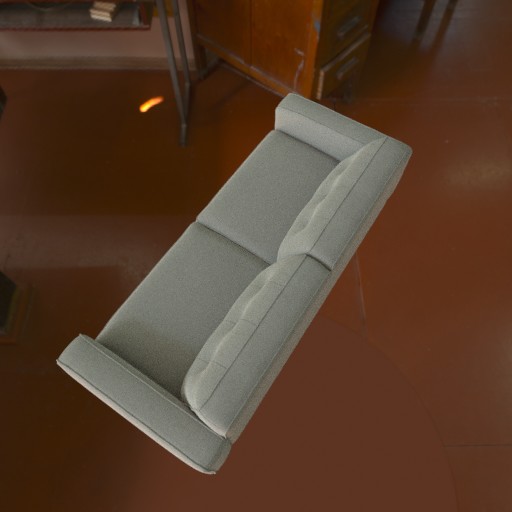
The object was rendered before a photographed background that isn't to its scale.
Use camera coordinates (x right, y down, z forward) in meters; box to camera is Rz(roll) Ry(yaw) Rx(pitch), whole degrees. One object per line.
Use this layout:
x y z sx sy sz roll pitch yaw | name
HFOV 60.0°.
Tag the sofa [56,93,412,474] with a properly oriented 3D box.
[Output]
0.000 0.000 2.671 0.956 0.781 2.270 30 66 15 | sofa
